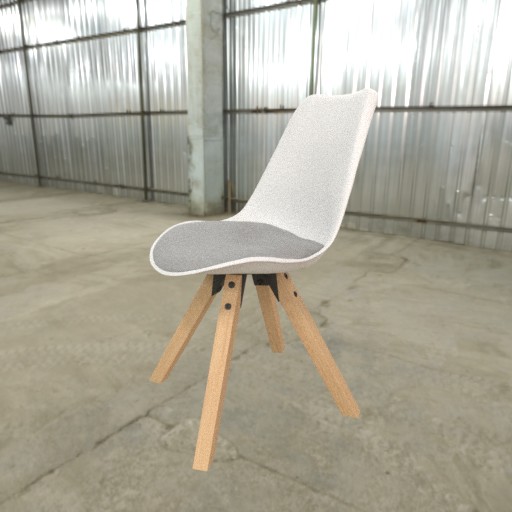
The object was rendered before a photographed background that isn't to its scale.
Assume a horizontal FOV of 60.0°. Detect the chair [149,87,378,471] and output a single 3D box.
[{"bbox_3d":[0.000,0.000,1.190,0.550,0.850,0.485,-8,18,-26],"label":"chair"}]
